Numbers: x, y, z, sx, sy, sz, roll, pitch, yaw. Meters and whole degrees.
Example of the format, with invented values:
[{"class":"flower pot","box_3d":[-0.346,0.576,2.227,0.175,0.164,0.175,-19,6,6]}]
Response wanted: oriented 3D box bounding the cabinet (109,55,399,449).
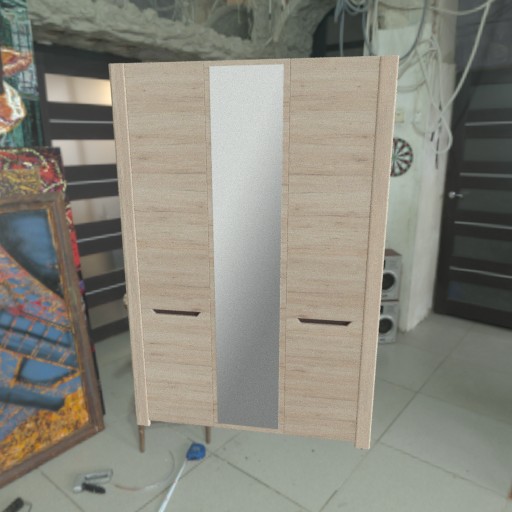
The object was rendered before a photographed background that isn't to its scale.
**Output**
[{"class":"cabinet","box_3d":[0.000,0.000,2.636,1.400,2.070,0.580,2,15,9]}]
